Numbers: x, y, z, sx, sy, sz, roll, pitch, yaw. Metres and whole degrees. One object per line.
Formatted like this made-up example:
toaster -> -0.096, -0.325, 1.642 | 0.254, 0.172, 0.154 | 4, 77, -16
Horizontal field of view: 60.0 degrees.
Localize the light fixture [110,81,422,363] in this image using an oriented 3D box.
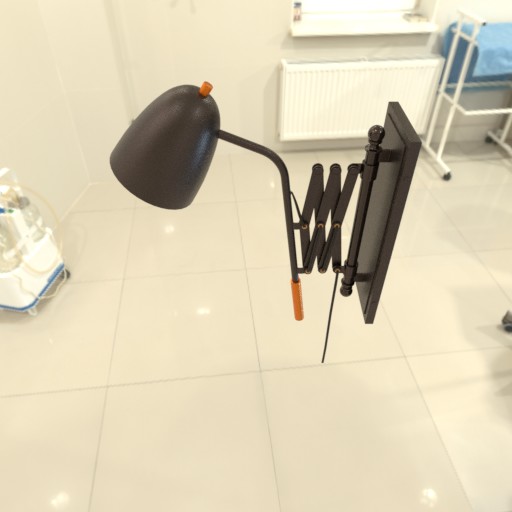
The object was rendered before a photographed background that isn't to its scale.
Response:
light fixture -> 0.000, 0.000, 0.918 | 0.499, 0.715, 0.162 | 0, 42, 0
